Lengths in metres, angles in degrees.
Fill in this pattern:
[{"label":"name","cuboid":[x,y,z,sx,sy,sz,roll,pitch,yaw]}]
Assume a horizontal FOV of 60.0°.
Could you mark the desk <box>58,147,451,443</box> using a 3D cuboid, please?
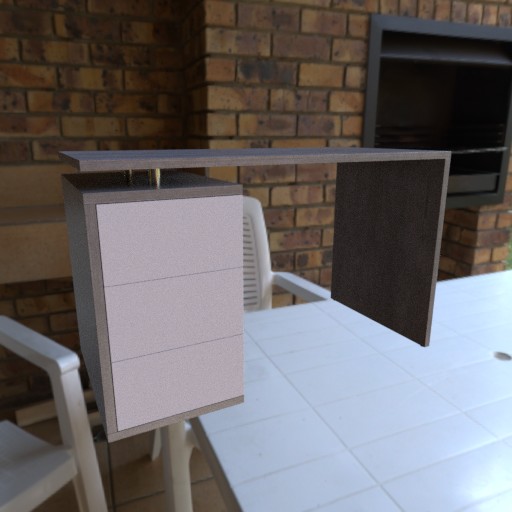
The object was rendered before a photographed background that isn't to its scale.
[{"label":"desk","cuboid":[0.000,0.000,1.610,1.200,0.740,0.600,-8,17,-26]}]
